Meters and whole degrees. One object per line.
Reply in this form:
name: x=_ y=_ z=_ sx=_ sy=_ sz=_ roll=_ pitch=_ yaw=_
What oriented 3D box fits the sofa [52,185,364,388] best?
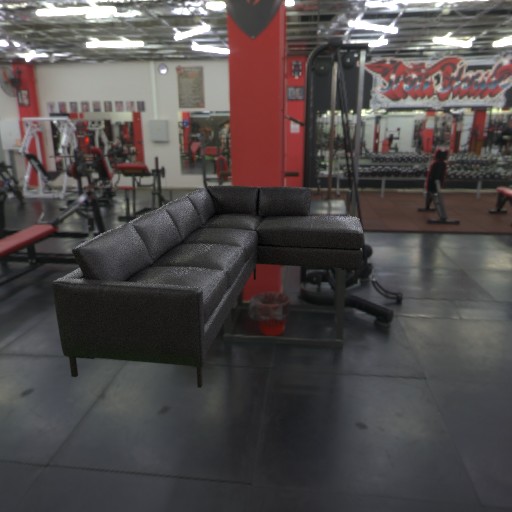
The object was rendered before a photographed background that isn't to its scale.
sofa: x=0.000 y=0.000 z=3.897 sx=1.938 sy=0.877 sz=2.984 roll=3 pitch=16 yaw=9
